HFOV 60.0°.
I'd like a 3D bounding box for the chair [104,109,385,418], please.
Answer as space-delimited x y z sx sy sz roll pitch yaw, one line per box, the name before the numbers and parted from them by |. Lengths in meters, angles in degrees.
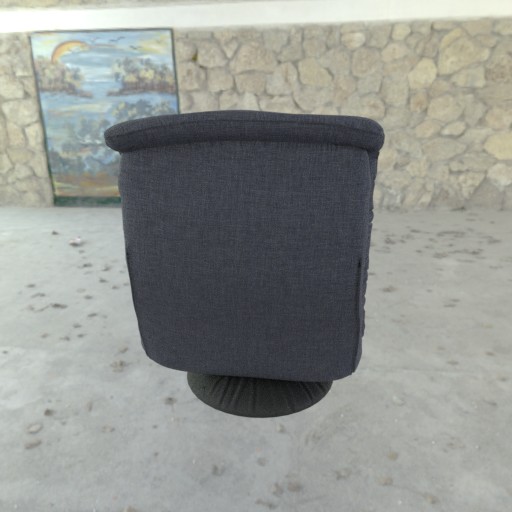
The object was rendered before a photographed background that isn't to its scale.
chair | 0.000 0.000 1.224 0.597 0.749 0.668 2 16 8
